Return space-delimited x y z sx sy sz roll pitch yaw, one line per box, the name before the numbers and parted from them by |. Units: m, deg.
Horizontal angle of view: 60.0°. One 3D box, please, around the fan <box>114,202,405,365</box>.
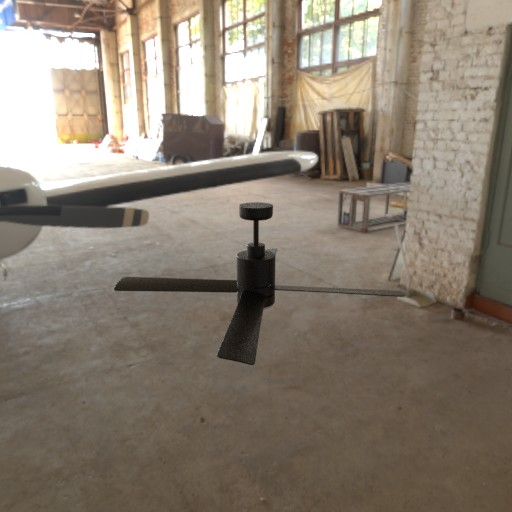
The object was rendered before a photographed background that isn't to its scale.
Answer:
fan | 0.000 0.000 2.310 1.525 0.534 1.525 2 17 6
